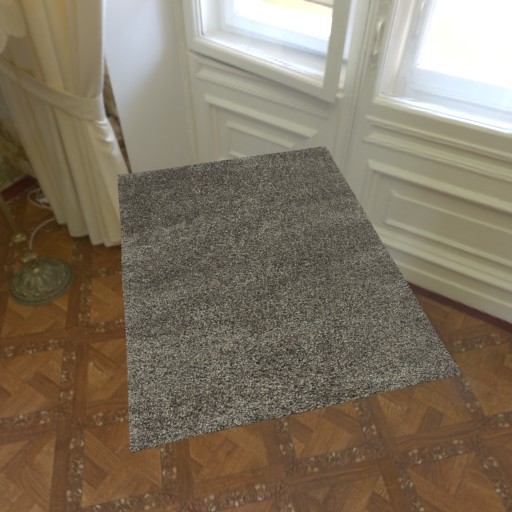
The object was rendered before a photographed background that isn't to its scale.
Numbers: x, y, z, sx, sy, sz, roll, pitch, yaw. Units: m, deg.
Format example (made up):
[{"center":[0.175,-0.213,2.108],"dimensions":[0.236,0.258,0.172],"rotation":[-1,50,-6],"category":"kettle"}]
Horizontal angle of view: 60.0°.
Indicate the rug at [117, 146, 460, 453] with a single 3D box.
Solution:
[{"center":[0.000,0.000,4.060],"dimensions":[2.401,0.025,3.000],"rotation":[-10,49,-9],"category":"rug"}]
